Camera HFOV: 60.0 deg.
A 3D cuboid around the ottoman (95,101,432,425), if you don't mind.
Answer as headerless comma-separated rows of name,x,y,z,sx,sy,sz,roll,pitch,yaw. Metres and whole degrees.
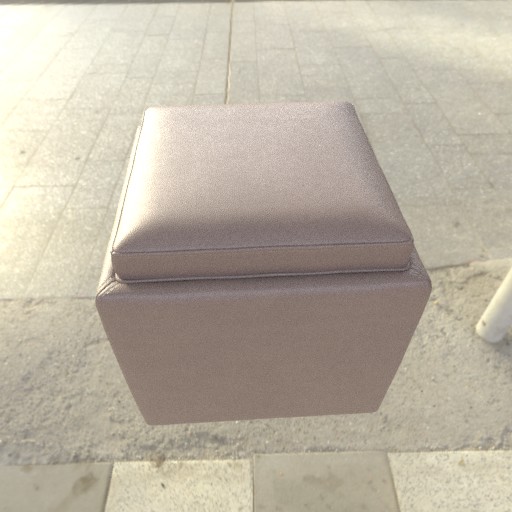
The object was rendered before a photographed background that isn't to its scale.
ottoman,0.000,0.000,0.824,0.451,0.460,0.450,-2,45,-2
